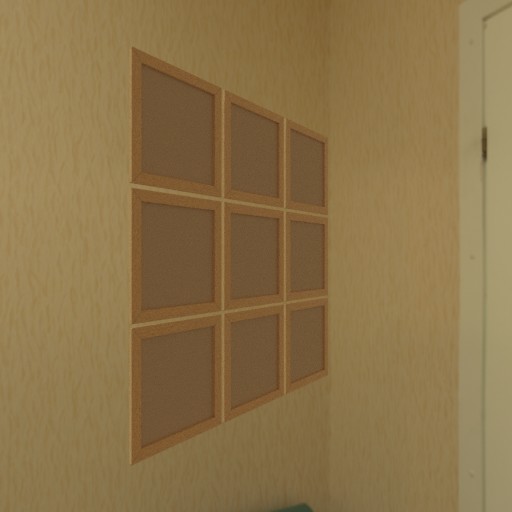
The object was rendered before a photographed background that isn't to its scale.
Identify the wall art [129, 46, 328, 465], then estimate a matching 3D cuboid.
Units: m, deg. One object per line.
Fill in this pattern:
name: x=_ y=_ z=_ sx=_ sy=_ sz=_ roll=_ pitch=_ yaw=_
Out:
wall art: x=0.000 y=0.000 z=2.207 sx=0.014 sy=1.507 sz=1.519 roll=0 pitch=0 yaw=37
